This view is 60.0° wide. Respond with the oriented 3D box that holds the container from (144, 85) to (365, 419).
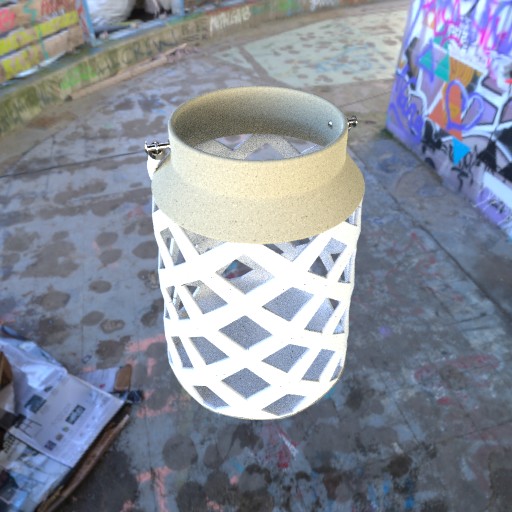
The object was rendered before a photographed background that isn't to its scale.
[{"bbox_3d":[0.000,0.000,0.400,0.188,0.264,0.198,-11,42,-12],"label":"container"}]
